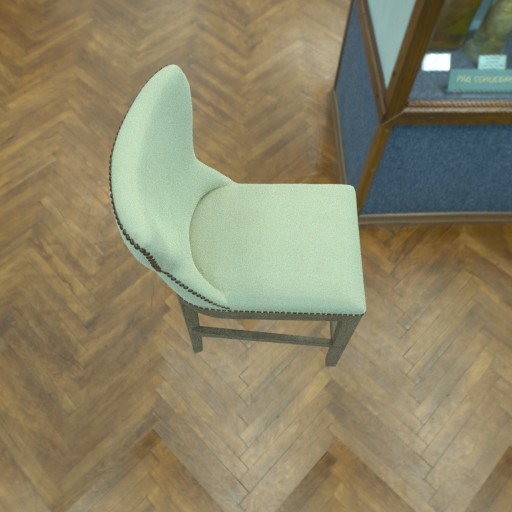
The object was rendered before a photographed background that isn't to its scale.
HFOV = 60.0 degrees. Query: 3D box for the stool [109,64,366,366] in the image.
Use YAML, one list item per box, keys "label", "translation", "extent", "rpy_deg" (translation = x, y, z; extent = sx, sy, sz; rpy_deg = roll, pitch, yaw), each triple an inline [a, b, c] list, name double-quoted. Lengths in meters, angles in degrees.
- label: "stool"
  translation: [0.000, 0.000, 1.330]
  extent: [0.608, 0.981, 0.498]
  rpy_deg: [2, 62, 1]
